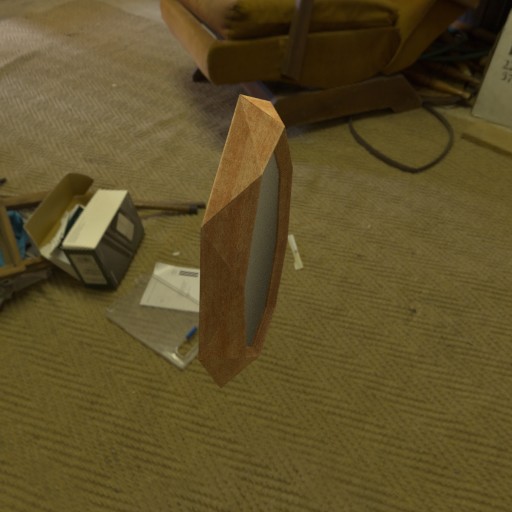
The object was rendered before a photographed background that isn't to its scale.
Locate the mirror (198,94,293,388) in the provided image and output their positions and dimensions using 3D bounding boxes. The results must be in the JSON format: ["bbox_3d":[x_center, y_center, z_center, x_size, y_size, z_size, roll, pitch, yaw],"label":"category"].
[{"bbox_3d":[0.000,0.000,1.020,0.070,0.774,0.577,12,48,11],"label":"mirror"}]
